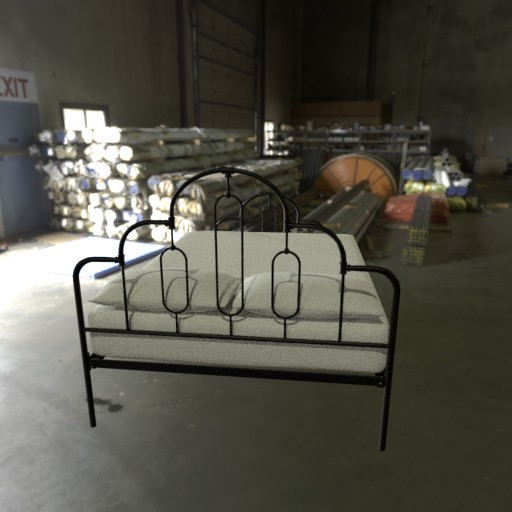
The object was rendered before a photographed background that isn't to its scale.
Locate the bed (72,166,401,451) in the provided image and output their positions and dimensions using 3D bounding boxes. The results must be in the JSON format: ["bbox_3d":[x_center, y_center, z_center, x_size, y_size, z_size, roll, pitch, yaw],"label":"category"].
[{"bbox_3d":[0.000,0.000,3.233,1.626,1.444,2.181,2,16,7],"label":"bed"}]
